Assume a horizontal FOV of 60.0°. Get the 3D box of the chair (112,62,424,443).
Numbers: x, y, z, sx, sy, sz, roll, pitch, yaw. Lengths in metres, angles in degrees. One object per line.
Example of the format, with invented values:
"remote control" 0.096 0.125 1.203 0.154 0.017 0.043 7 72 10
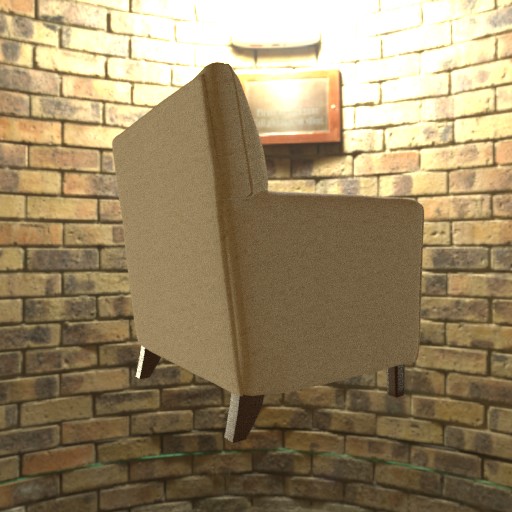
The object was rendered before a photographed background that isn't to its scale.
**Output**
"chair" 0.000 0.000 1.601 0.823 0.943 0.870 0 0 -34
